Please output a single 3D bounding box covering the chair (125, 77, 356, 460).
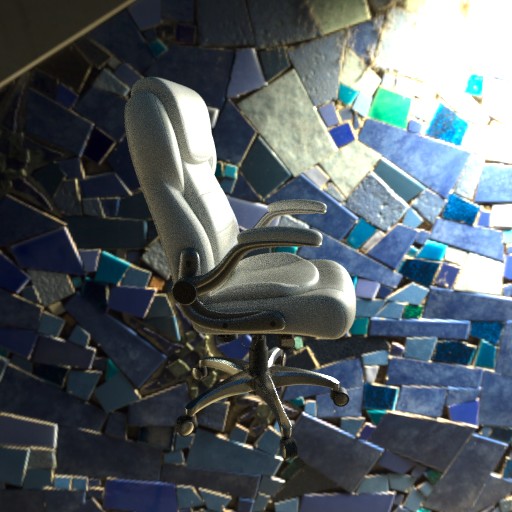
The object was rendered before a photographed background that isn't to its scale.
[{"bbox_3d":[0.000,0.000,1.793,0.806,1.330,0.755,3,15,10],"label":"chair"}]
